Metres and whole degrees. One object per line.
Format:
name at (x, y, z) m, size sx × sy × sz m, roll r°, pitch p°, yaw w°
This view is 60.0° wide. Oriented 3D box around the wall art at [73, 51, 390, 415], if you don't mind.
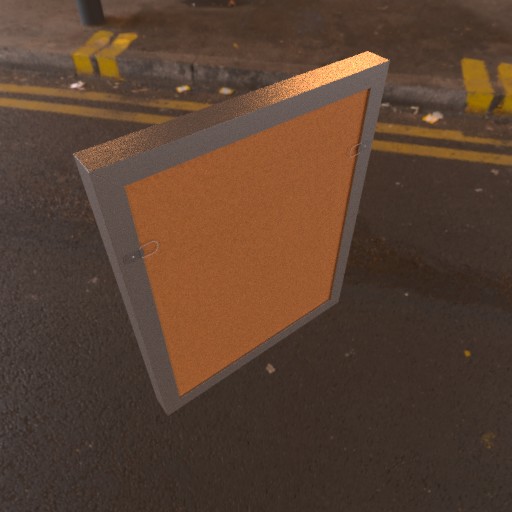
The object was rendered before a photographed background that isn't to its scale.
wall art at (0.000, 0.000, 0.511) m, size 0.308 × 0.379 × 0.030 m, roll -29°, pitch 52°, yaw -25°
